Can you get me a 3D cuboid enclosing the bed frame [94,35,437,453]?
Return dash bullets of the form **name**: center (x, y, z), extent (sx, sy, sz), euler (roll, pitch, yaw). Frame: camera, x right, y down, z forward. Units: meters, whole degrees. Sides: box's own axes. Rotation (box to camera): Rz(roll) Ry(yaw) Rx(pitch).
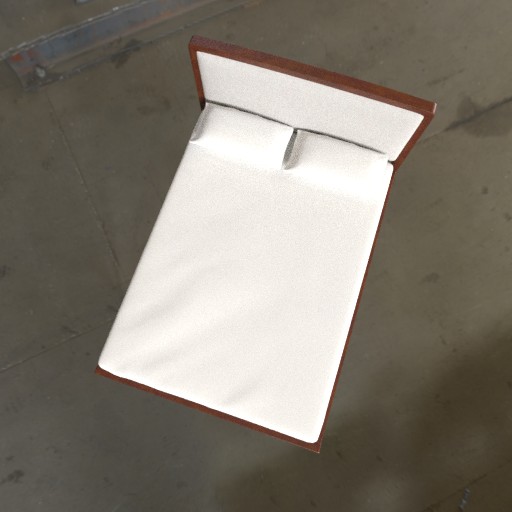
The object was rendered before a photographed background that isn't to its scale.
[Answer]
- **bed frame**: center (0.000, 0.000, 3.048), extent (1.587, 1.279, 2.171), euler (18, 76, 5)
